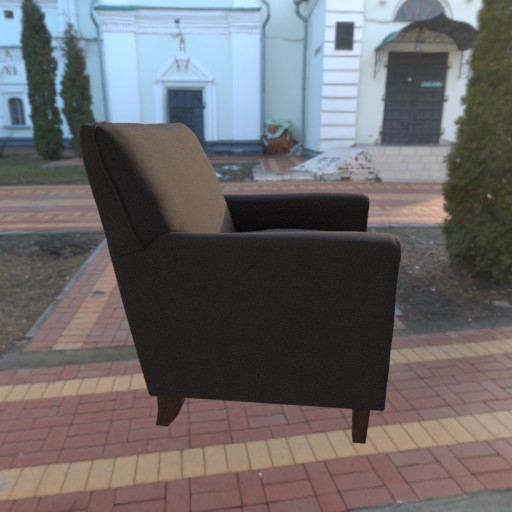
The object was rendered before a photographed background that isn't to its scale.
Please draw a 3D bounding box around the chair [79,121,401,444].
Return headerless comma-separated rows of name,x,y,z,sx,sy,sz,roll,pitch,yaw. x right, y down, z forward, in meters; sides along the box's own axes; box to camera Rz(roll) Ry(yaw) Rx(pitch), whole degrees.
chair,0.000,0.000,1.570,0.831,0.911,0.836,2,17,7
